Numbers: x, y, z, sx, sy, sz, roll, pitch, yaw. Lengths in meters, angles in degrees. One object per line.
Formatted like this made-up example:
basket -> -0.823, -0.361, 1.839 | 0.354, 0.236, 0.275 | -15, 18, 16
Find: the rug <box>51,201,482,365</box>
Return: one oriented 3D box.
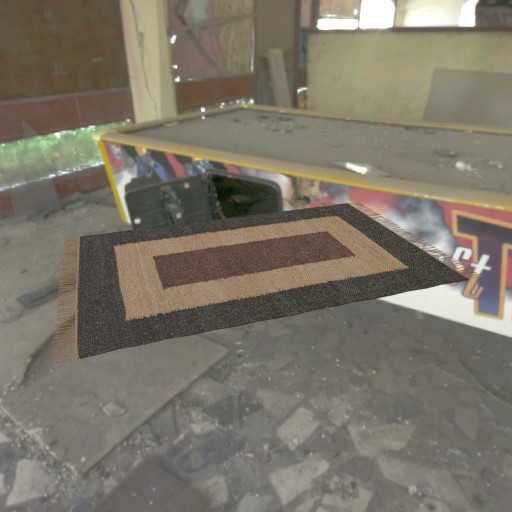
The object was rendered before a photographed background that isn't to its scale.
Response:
rug -> 0.000, 0.000, 1.847 | 1.541, 0.013, 0.920 | -9, 28, -17
